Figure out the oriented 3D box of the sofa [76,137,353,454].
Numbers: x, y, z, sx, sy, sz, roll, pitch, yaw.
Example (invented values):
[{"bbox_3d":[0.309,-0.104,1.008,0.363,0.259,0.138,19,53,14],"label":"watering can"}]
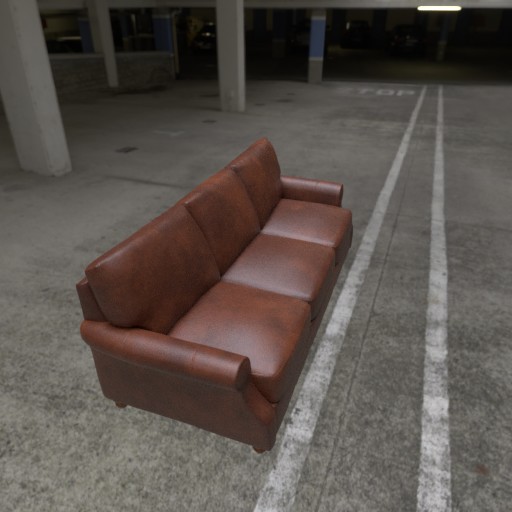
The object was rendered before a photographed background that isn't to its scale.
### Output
[{"bbox_3d":[0.000,0.000,2.890,0.973,0.977,2.351,10,31,18],"label":"sofa"}]
